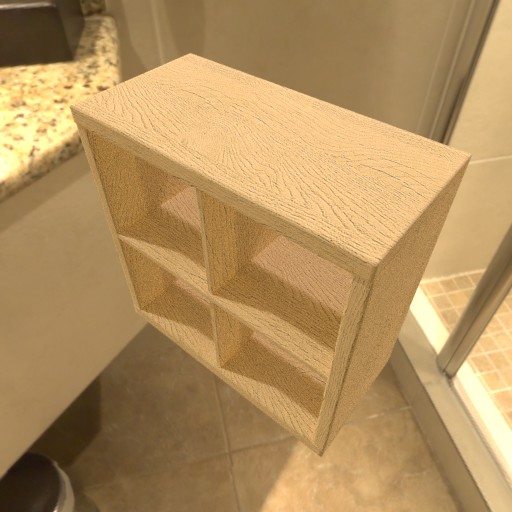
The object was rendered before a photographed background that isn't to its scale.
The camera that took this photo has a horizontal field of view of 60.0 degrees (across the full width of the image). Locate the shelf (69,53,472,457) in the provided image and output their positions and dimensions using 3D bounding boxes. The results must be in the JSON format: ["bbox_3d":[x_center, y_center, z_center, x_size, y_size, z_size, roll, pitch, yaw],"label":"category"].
[{"bbox_3d":[0.000,0.000,1.232,0.790,0.786,0.390,31,53,26],"label":"shelf"}]
